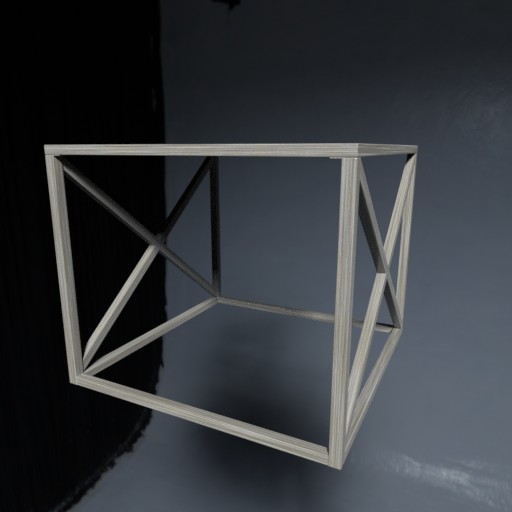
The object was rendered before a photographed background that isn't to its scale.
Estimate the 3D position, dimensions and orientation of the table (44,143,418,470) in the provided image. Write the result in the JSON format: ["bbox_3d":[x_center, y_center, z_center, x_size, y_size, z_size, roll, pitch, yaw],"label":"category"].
[{"bbox_3d":[0.000,0.000,1.047,0.609,0.507,0.611,7,15,26],"label":"table"}]
